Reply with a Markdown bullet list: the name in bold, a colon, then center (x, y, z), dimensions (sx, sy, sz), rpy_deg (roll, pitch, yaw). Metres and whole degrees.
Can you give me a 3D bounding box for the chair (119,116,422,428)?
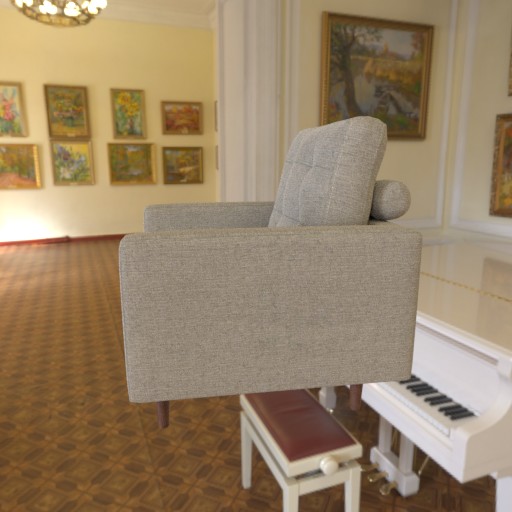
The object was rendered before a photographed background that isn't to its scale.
- **chair**: center (0.000, 0.000, 1.522), dimensions (0.843, 0.880, 0.821), rpy_deg (-2, 13, -9)
